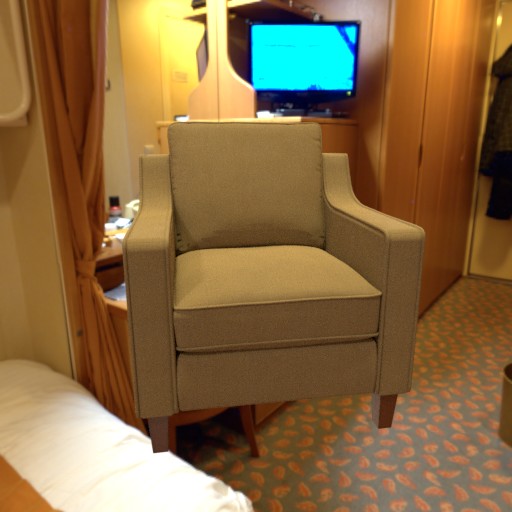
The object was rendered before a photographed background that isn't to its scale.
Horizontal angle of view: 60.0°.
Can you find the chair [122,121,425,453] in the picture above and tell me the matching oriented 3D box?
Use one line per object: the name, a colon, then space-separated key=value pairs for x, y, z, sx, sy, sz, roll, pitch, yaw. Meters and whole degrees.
chair: x=0.000 y=0.000 z=1.631 sx=0.831 sy=0.960 sz=0.909 roll=-2 pitch=15 yaw=-9
